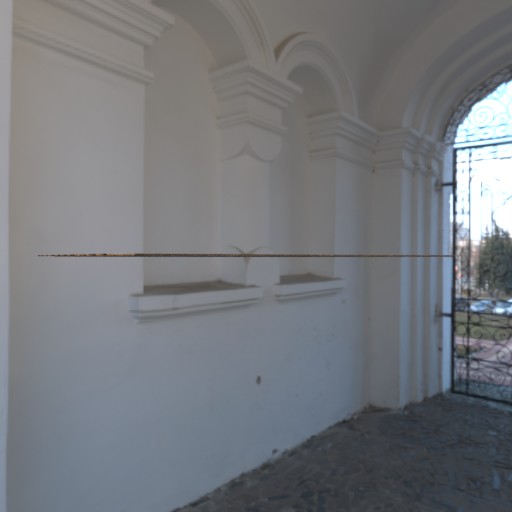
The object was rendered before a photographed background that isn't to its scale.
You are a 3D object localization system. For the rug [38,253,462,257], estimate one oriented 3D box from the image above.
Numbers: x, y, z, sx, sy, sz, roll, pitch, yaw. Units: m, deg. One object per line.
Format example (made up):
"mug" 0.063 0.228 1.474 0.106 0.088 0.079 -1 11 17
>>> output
"rug" 0.000 0.000 2.990 2.434 0.010 1.516 0 0 -35
